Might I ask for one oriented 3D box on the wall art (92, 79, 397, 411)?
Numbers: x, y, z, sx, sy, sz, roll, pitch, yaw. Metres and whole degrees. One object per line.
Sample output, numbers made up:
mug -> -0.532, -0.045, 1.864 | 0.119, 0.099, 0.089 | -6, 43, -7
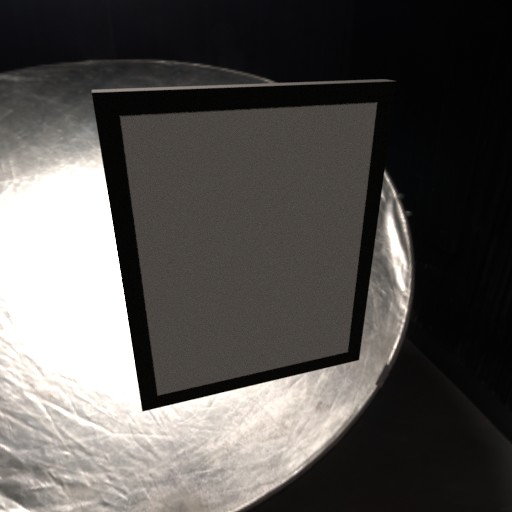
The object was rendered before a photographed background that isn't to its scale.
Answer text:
wall art -> 0.000, 0.000, 0.559 | 0.329, 0.404, 0.024 | -9, 28, -16
